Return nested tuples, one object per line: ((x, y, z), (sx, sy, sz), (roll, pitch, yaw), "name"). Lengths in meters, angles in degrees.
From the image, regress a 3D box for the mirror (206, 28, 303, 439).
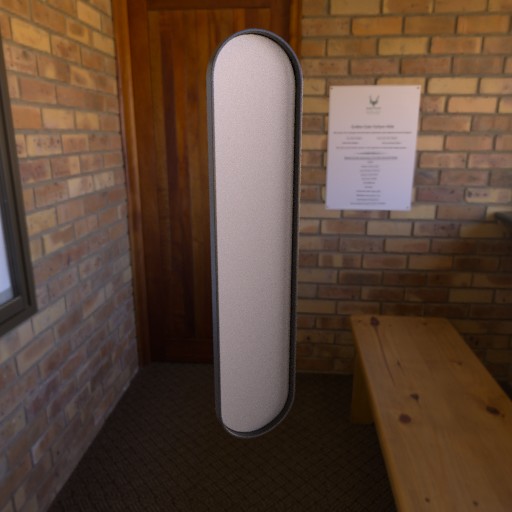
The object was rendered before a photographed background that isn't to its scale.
((0.000, 0.000, 1.067), (0.222, 0.991, 0.032), (-8, 17, -26), "mirror")
